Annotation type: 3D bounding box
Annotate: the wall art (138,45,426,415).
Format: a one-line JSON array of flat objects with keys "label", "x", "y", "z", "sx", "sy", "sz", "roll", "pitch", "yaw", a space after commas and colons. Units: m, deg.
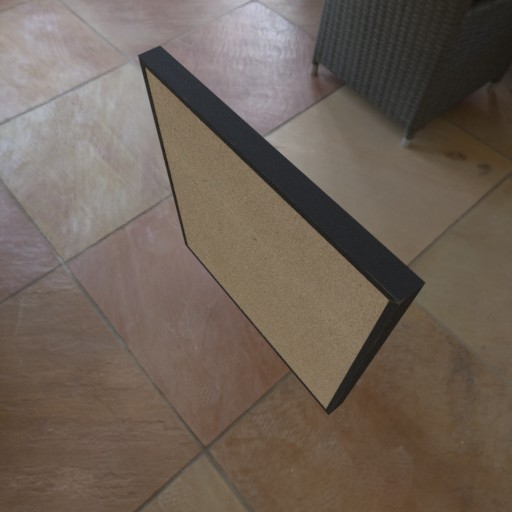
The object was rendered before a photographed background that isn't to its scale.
[{"label": "wall art", "x": 0.000, "y": 0.000, "z": 0.764, "sx": 0.038, "sy": 0.508, "sz": 0.508, "roll": -34, "pitch": 64, "yaw": -19}]
